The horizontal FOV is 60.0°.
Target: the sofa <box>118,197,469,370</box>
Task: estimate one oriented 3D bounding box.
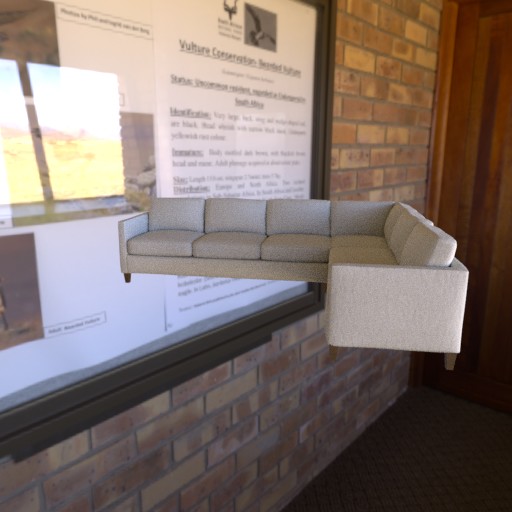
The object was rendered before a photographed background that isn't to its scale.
[{"bbox_3d":[0.000,0.000,4.436,3.333,0.934,2.522,2,14,10],"label":"sofa"}]
